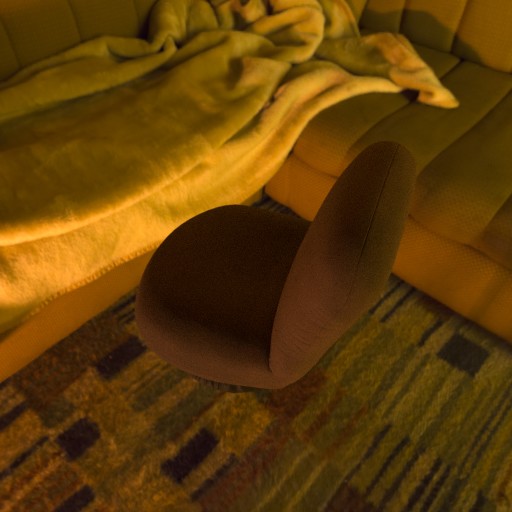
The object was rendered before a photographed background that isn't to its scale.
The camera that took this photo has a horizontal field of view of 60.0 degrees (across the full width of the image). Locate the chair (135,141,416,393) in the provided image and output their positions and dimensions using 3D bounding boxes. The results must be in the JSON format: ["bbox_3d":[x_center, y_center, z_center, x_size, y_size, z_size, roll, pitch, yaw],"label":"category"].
[{"bbox_3d":[0.000,0.000,1.047,0.597,0.594,0.521,17,49,15],"label":"chair"}]
